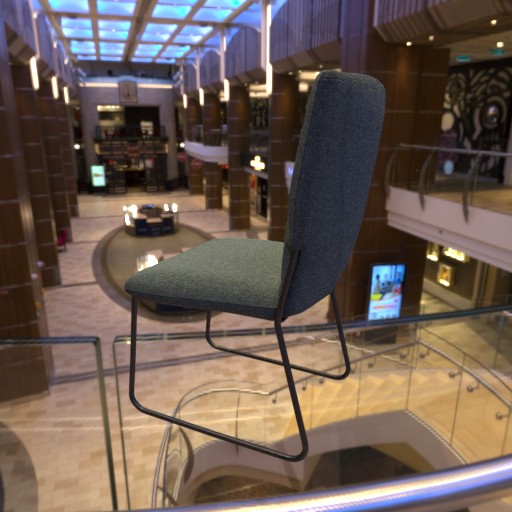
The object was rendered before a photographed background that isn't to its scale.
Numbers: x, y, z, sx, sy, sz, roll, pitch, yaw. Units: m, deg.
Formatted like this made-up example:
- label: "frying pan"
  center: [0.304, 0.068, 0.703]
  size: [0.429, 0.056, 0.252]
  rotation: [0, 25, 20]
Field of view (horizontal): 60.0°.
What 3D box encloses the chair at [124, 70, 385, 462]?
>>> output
- label: "chair"
  center: [0.000, 0.000, 1.259]
  size: [0.635, 0.931, 0.480]
  rotation: [8, 19, 25]
